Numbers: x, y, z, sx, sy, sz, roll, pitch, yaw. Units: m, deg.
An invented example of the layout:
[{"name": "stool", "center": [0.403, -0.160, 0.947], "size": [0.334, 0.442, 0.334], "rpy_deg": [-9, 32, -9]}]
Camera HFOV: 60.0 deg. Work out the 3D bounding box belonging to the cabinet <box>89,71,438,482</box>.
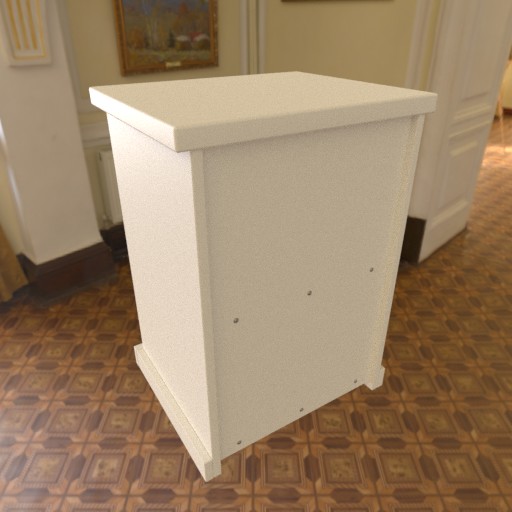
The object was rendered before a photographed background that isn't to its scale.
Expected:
[{"name": "cabinet", "center": [0.000, 0.000, 1.021], "size": [0.520, 0.723, 0.431], "rpy_deg": [-17, 33, -28]}]
